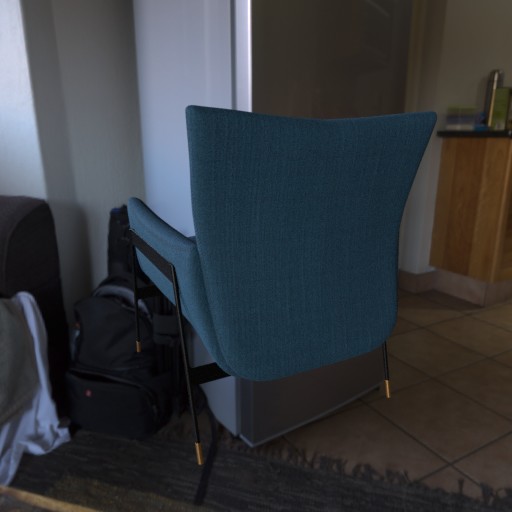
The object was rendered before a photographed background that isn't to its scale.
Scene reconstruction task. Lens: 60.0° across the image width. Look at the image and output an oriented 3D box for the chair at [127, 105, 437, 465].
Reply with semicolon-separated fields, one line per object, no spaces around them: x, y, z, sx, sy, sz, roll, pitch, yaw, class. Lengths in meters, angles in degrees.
0.000;0.000;1.401;0.678;0.859;0.769;-8;18;-26;chair
